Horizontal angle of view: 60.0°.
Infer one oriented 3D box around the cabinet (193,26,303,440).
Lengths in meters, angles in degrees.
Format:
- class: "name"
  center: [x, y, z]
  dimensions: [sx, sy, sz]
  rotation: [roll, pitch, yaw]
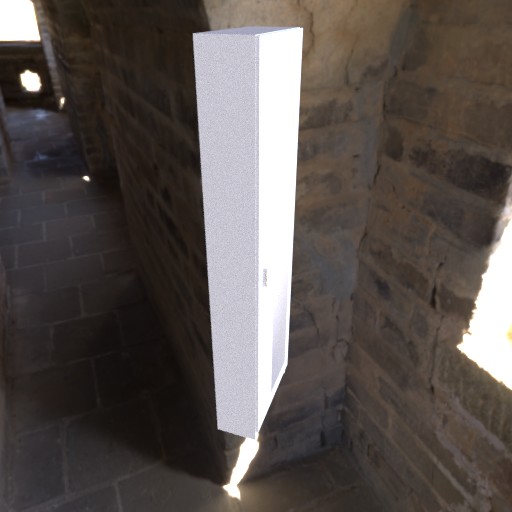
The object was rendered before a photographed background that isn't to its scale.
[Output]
- class: "cabinet"
  center: [0.000, 0.000, 1.969]
  dimensions: [0.230, 1.790, 0.500]
  rotation: [10, 31, 17]
